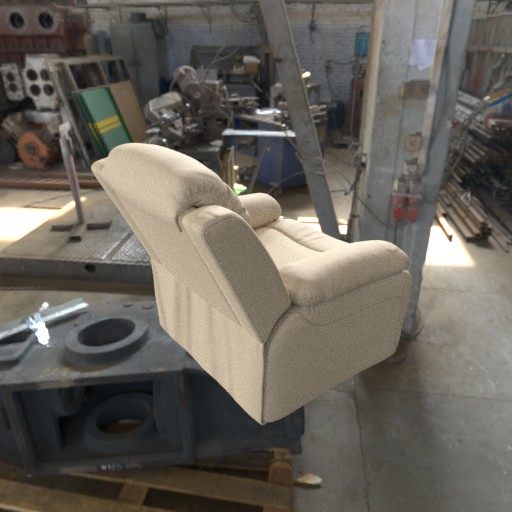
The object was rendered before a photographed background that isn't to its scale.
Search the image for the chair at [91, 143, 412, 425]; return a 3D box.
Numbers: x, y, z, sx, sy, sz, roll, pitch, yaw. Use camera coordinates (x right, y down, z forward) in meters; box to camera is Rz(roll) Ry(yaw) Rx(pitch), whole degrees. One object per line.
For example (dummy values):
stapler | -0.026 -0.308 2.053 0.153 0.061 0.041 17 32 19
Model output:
chair | 0.000 0.000 1.311 0.709 0.702 0.680 -19 32 -33
